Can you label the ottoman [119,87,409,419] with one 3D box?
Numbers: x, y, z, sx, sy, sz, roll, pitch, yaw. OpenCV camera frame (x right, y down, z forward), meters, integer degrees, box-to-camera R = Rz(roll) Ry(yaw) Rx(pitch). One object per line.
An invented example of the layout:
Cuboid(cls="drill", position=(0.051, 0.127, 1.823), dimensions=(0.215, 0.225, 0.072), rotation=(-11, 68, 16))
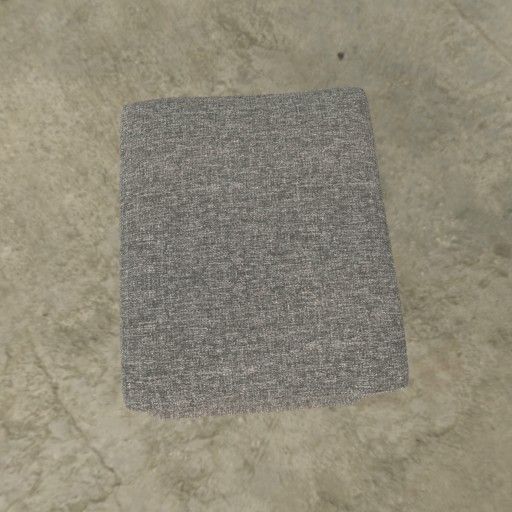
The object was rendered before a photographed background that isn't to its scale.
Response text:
Cuboid(cls="ottoman", position=(0.000, 0.000, 1.229), dimensions=(0.683, 0.480, 0.828), rotation=(-4, 76, -1))
